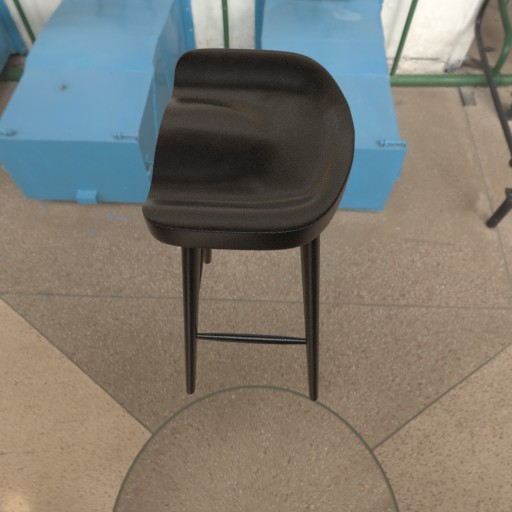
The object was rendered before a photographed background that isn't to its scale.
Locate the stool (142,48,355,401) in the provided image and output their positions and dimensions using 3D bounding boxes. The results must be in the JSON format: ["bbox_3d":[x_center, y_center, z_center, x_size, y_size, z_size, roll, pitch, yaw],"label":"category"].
[{"bbox_3d":[0.000,0.000,0.999,0.361,0.749,0.440,3,58,2],"label":"stool"}]
